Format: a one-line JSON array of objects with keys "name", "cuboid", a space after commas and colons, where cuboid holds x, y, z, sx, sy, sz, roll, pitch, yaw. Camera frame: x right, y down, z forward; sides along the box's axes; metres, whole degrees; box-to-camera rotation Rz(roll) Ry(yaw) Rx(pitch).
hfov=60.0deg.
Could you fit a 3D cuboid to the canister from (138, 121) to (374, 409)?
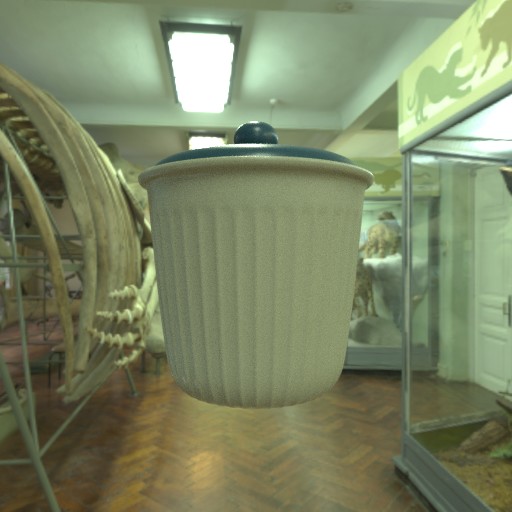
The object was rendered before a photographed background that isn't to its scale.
[{"name": "canister", "cuboid": [0.000, 0.000, 0.351, 0.181, 0.211, 0.181, 0, 0, 0]}]
